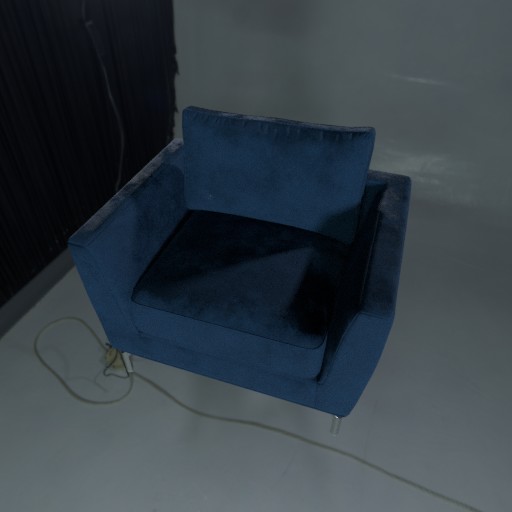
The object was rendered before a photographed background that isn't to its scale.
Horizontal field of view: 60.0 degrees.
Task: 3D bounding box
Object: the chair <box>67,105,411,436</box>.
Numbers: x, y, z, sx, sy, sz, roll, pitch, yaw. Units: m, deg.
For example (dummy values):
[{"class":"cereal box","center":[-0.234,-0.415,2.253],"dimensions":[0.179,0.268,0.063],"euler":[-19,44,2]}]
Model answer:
[{"class":"chair","center":[0.000,0.000,1.626],"dimensions":[0.977,0.893,0.746],"euler":[12,42,14]}]
